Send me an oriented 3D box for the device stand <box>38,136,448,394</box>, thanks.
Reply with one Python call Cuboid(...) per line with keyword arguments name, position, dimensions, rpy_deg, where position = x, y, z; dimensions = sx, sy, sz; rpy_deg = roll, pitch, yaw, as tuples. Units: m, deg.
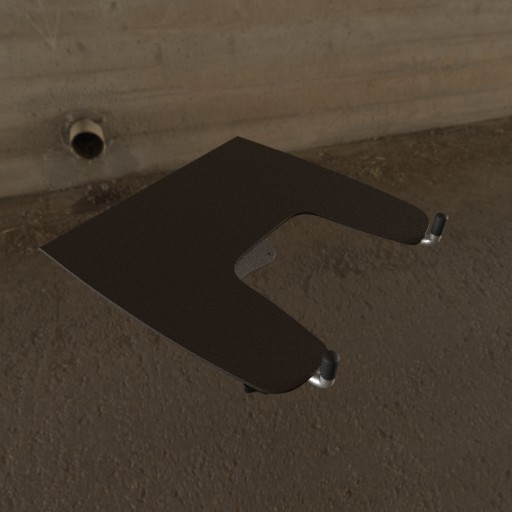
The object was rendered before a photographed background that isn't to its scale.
Cuboid(name="device stand", position=(0.000, 0.000, 0.356), dimensions=(0.230, 0.092, 0.230), rpy_deg=(27, 48, 28))
